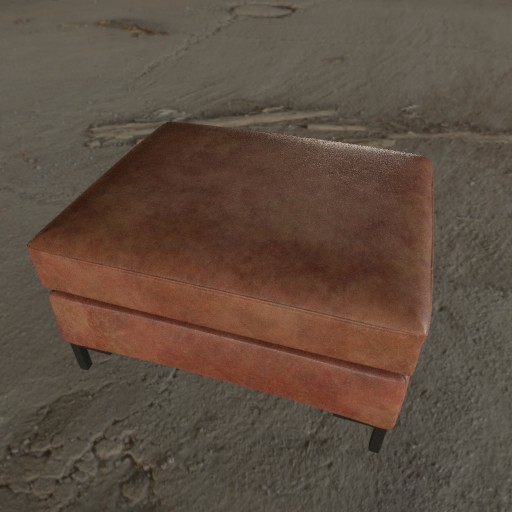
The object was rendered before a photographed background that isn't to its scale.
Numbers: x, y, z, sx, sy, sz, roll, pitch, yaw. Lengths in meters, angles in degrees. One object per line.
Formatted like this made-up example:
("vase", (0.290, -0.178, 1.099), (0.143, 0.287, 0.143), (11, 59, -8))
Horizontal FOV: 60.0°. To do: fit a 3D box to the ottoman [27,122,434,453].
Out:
("ottoman", (0.000, 0.000, 1.712), (1.186, 0.667, 0.965), (11, 41, 13))
